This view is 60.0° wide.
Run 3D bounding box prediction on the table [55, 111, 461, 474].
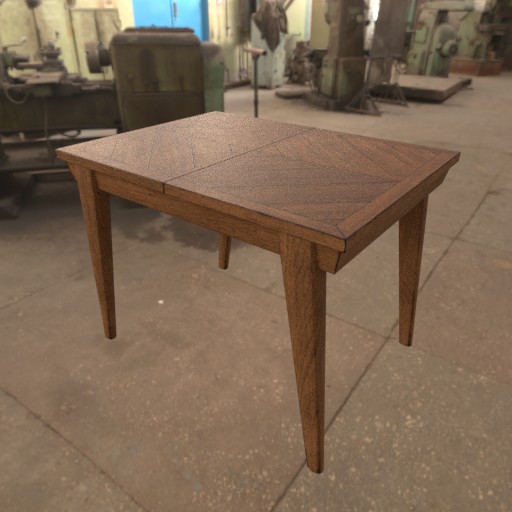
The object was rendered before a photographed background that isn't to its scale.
[{"bbox_3d":[0.000,0.000,1.578,1.027,0.760,0.757,21,35,32],"label":"table"}]
